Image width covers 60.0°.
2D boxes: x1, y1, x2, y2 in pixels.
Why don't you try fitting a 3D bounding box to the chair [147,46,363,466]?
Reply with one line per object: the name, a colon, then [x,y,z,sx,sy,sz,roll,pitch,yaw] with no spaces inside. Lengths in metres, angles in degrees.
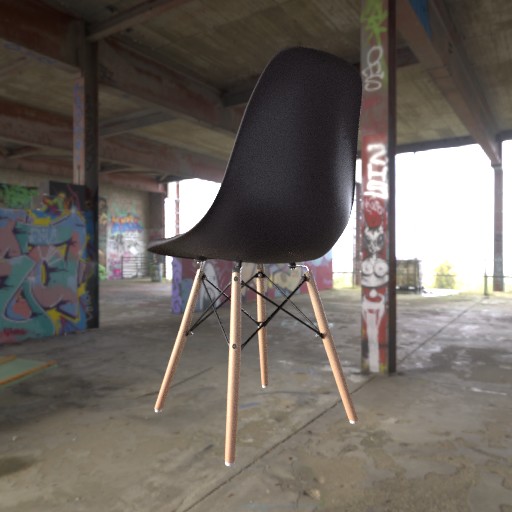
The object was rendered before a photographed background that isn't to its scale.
chair: [0.000,0.000,1.120,0.470,0.825,0.533,0,1,-36]
